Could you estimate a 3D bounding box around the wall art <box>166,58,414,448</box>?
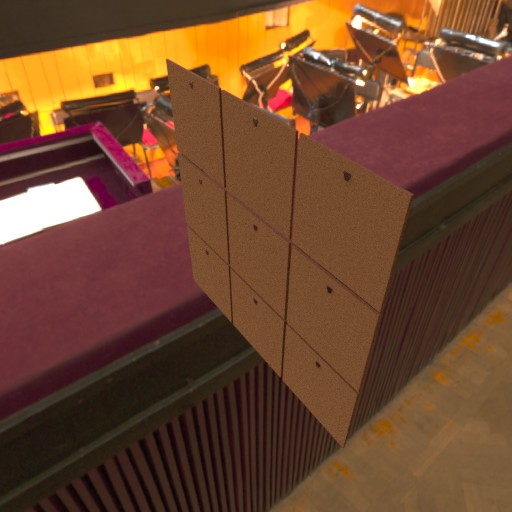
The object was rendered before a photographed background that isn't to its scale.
[{"bbox_3d":[0.000,0.000,2.246,0.019,1.532,1.533,-25,47,-26],"label":"wall art"}]
